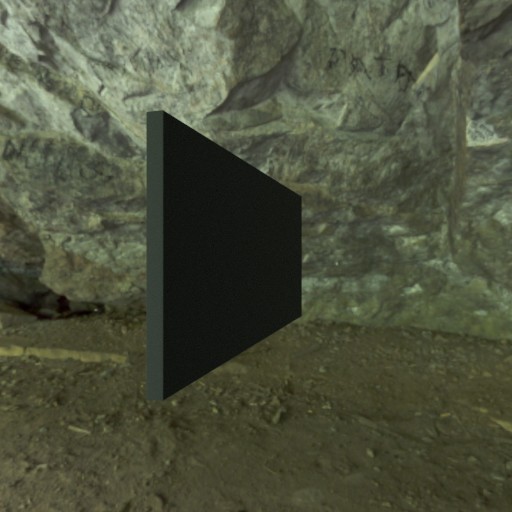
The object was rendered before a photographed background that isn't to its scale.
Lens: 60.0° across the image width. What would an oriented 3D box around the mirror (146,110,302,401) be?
[{"bbox_3d":[0.000,0.000,1.813,0.047,0.692,1.584,0,0,18],"label":"mirror"}]
